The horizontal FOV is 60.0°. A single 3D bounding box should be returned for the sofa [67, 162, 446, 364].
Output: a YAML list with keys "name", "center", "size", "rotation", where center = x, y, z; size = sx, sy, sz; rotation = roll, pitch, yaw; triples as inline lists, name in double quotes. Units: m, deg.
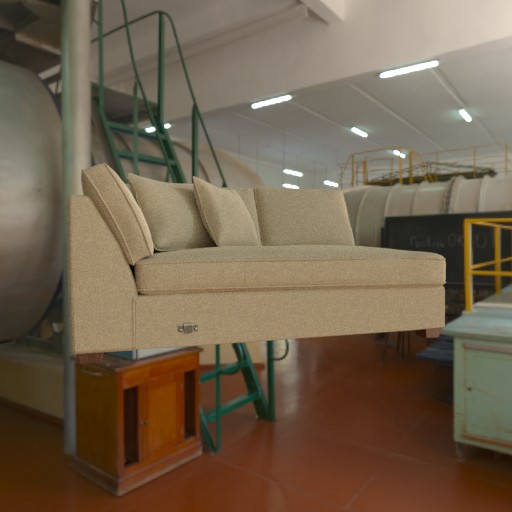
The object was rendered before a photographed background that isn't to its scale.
- name: "sofa"
  center: [0.000, 0.000, 2.943]
  size: [2.237, 1.033, 1.110]
  rotation: [0, 1, -19]
